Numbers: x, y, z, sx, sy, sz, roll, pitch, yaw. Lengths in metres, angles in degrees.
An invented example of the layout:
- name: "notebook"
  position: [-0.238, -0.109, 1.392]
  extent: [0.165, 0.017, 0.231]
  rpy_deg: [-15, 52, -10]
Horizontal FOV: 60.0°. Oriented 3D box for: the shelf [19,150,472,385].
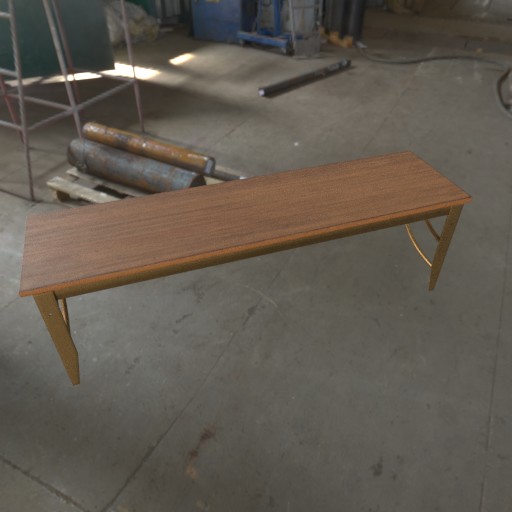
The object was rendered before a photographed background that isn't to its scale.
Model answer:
- name: "shelf"
  position: [0.000, 0.000, 0.711]
  extent: [0.636, 0.190, 0.166]
  rpy_deg: [-12, 41, -14]
